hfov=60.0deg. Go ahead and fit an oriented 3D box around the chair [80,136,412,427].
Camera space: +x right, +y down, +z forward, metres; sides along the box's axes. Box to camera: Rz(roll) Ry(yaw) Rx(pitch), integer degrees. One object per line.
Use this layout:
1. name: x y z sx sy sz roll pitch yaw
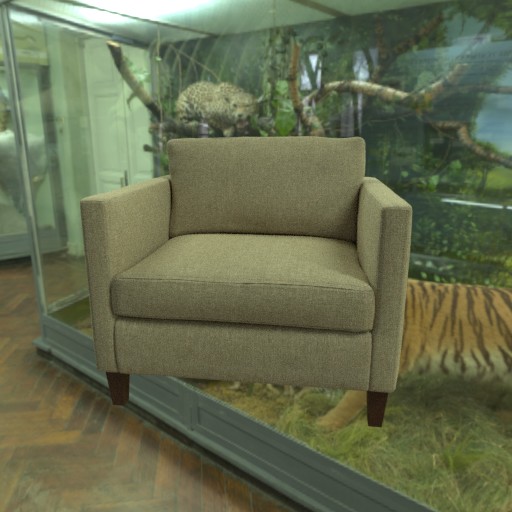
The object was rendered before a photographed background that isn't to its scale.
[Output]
1. chair: 0.000 0.000 1.899 1.107 0.987 0.959 2 16 7
